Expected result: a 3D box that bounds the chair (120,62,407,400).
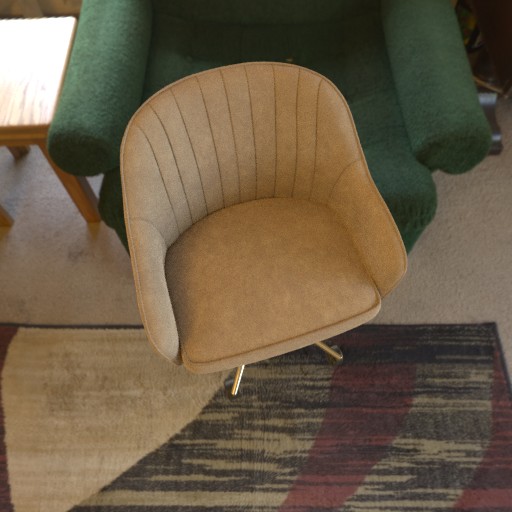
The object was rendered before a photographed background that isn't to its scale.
[{"bbox_3d":[0.000,0.000,1.241,0.635,0.831,0.573,-16,64,-8],"label":"chair"}]
